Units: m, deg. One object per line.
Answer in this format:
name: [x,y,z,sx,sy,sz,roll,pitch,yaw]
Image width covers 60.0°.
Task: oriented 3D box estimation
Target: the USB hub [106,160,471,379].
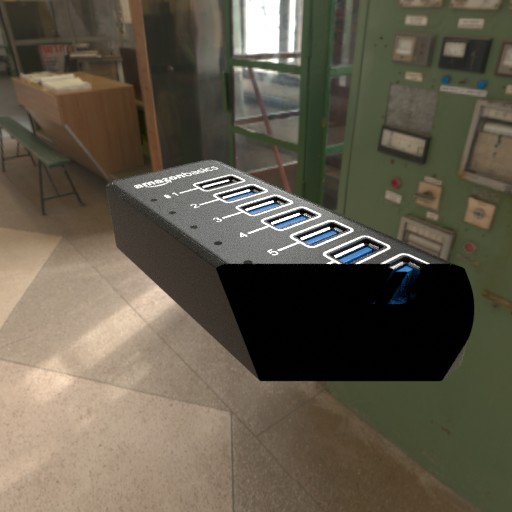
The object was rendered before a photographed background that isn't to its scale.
USB hub: [0.000,0.000,0.126,0.044,0.023,0.110,-21,36,-32]
